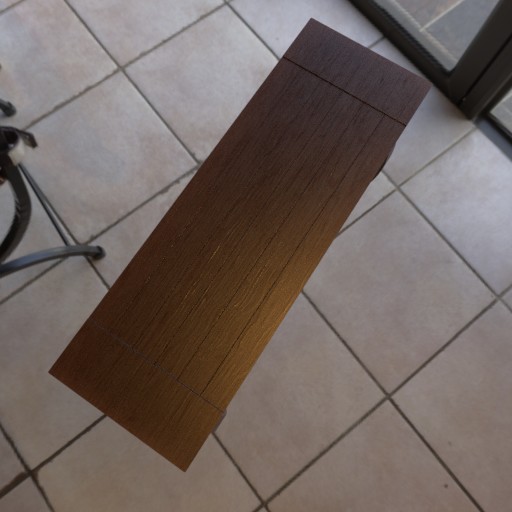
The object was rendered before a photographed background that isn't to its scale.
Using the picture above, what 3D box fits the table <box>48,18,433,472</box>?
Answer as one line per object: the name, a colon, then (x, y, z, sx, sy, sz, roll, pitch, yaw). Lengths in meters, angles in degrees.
table: (0.000, 0.000, 1.392, 0.373, 0.768, 1.062, 33, 79, 7)
